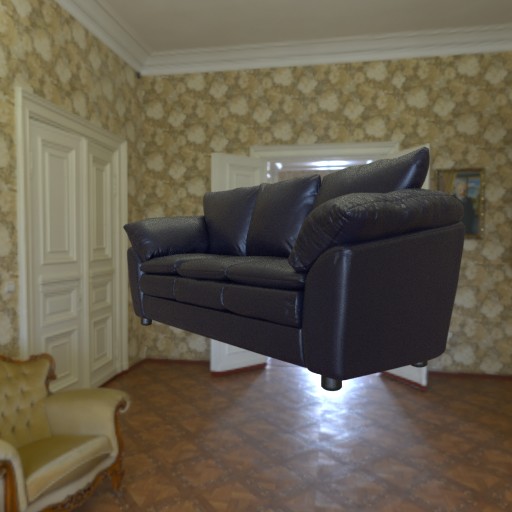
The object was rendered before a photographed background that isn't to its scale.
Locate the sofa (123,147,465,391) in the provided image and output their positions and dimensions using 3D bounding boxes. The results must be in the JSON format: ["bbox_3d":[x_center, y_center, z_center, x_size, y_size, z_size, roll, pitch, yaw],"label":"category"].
[{"bbox_3d":[0.000,0.000,2.784,0.880,1.073,2.336,-1,1,-37],"label":"sofa"}]
